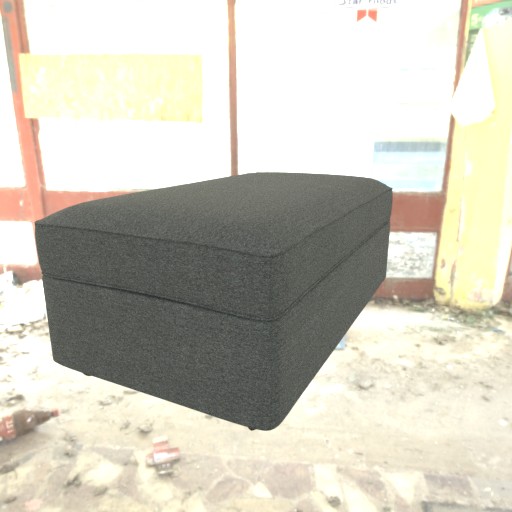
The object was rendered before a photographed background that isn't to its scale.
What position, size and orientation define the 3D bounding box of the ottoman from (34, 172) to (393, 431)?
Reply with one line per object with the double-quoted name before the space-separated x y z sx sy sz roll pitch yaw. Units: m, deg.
"ottoman" 0.000 0.000 1.499 0.681 0.494 1.173 8 18 26
